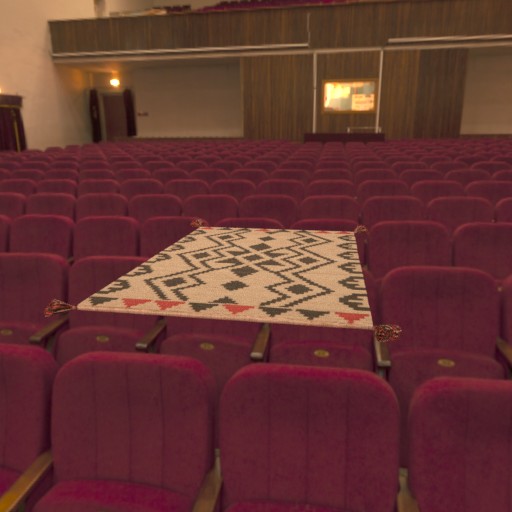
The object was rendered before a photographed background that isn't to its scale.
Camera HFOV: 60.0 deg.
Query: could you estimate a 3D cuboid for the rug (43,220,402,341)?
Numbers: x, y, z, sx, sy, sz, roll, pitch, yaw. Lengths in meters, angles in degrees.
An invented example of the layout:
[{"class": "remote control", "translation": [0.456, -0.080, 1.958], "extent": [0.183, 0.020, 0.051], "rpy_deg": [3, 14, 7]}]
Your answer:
[{"class": "rug", "translation": [0.000, 0.000, 2.634], "extent": [1.444, 0.067, 2.069], "rpy_deg": [2, 15, 10]}]
